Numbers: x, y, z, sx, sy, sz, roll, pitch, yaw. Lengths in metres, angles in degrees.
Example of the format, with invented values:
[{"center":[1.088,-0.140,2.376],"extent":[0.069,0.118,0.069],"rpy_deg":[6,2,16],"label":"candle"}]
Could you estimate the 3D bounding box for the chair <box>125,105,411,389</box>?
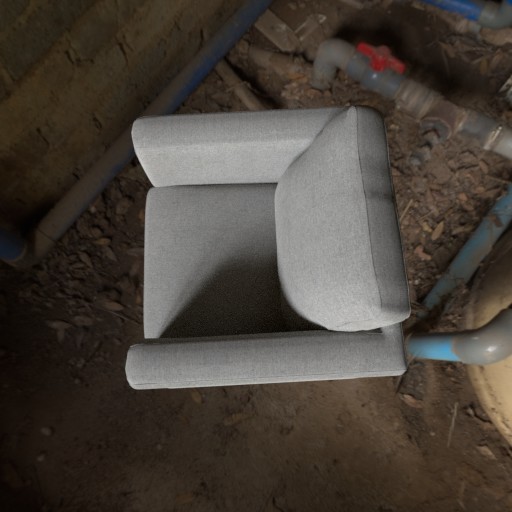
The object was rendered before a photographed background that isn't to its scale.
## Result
[{"center":[0.000,0.000,1.537],"extent":[0.800,0.927,0.855],"rpy_deg":[-3,74,-1],"label":"chair"}]
